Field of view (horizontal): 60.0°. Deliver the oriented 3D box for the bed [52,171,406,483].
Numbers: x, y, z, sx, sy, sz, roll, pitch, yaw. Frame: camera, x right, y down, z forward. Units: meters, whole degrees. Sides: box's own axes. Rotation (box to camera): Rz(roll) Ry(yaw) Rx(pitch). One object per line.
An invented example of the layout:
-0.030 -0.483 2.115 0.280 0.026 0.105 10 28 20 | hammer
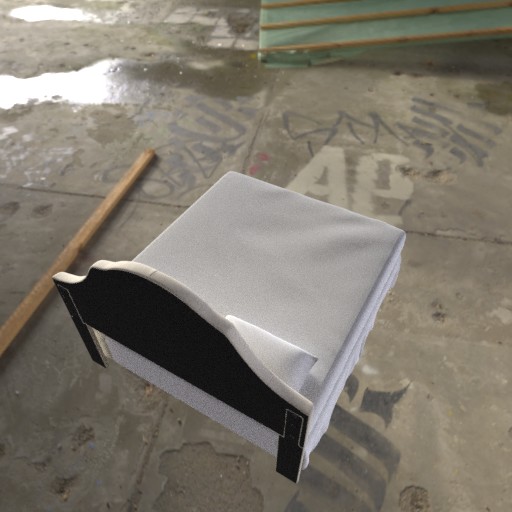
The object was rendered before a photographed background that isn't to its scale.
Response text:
0.000 0.000 3.541 2.008 1.615 2.214 23 50 21 | bed
